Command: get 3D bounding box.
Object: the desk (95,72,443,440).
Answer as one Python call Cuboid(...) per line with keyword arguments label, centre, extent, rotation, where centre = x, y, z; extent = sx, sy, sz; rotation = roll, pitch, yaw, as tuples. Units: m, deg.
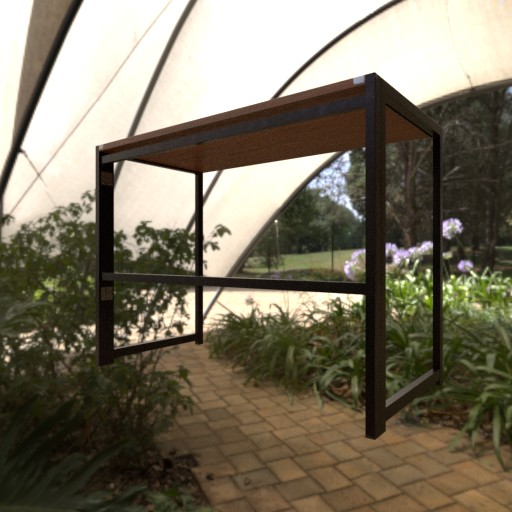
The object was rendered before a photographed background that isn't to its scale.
Cuboid(label="desk", centre=(0.000, 0.000, 1.425), extent=(1.016, 0.762, 0.508), rotation=(0, 0, 38))
